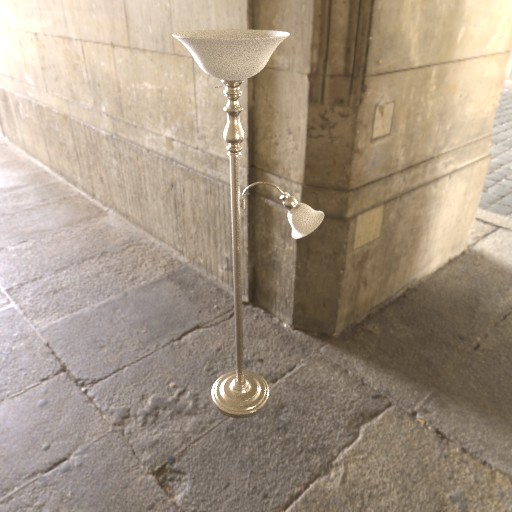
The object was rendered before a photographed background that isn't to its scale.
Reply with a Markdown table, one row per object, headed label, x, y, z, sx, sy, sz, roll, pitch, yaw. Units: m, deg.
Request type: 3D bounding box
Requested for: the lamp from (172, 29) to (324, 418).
| label | x | y | z | sx | sy | sz | roll | pitch | yaw |
| --- | --- | --- | --- | --- | --- | --- | --- | --- | --- |
| lamp | 0.000 | 0.000 | 1.986 | 0.575 | 1.785 | 0.405 | 1 | 31 | 1 |
